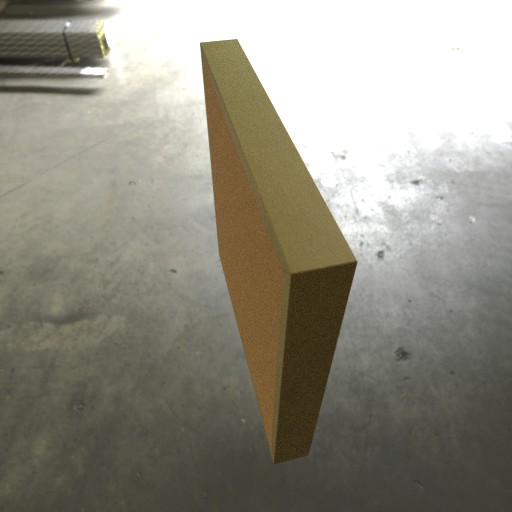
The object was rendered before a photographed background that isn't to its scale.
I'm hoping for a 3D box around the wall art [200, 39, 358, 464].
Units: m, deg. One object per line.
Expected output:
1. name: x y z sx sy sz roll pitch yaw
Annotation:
1. wall art: 0.000 0.000 0.448 0.038 0.305 0.305 -10 48 -9
